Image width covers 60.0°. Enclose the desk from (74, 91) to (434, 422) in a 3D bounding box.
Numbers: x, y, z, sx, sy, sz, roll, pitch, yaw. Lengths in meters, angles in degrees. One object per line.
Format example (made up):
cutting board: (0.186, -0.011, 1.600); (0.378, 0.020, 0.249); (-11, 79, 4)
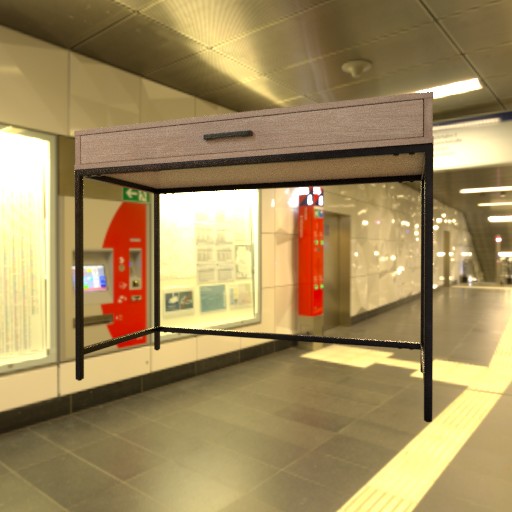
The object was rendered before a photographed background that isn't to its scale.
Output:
desk: (0.000, 0.000, 1.393); (1.016, 0.762, 0.470); (0, 1, 19)
